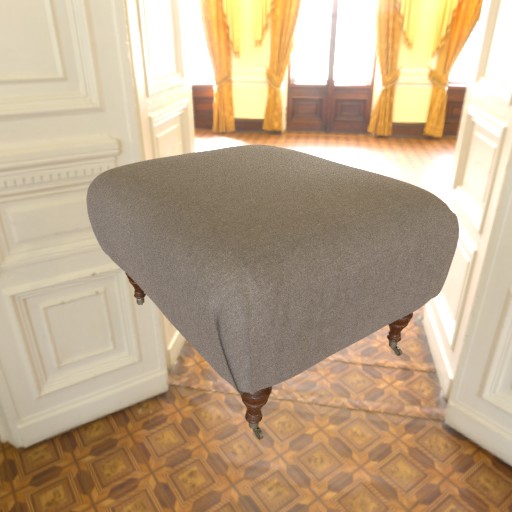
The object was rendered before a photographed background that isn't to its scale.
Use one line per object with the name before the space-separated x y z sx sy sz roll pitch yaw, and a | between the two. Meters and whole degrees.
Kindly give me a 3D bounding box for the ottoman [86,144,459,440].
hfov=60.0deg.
ottoman | 0.000 0.000 1.110 0.622 0.450 0.747 -18 32 -32
